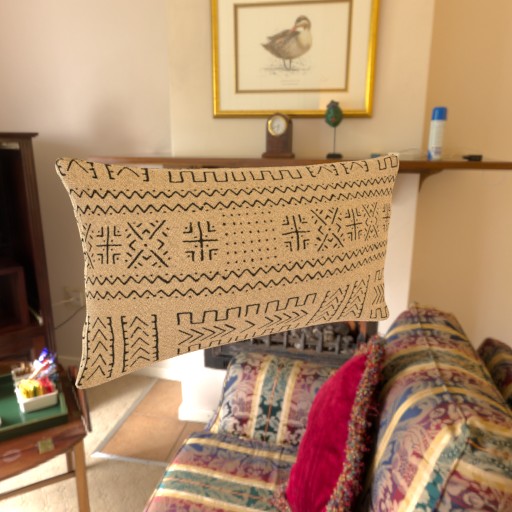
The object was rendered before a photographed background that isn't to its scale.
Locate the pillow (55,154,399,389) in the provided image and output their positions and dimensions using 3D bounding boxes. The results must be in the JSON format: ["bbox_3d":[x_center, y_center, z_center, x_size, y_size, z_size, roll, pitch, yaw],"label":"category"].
[{"bbox_3d":[0.000,0.000,0.792,0.637,0.352,0.188,-7,16,-27],"label":"pillow"}]
